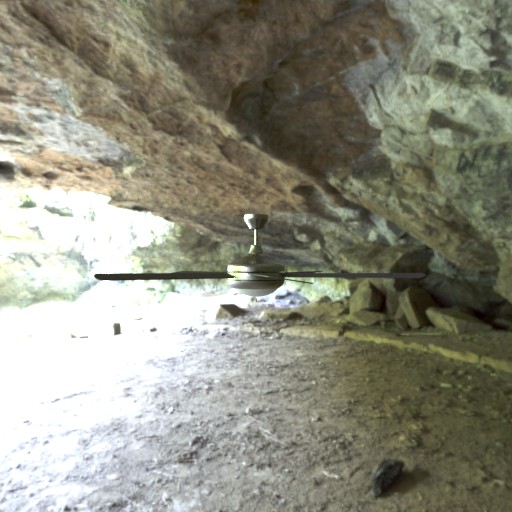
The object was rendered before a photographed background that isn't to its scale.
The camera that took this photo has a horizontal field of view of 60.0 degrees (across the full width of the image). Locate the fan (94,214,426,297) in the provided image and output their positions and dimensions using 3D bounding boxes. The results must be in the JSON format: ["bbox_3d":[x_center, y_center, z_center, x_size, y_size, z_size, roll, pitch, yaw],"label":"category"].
[{"bbox_3d":[0.000,0.000,1.933,1.321,0.356,1.321,0,-1,-18],"label":"fan"}]
